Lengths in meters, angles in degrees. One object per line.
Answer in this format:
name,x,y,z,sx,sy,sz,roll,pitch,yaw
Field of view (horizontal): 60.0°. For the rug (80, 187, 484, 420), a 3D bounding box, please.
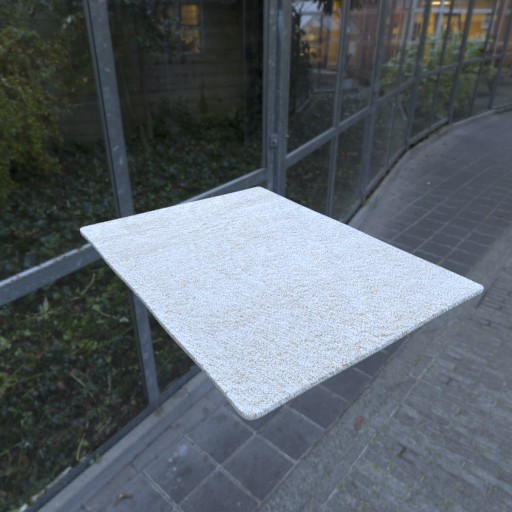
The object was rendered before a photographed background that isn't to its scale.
rug,0.000,0.000,2.109,1.200,0.027,1.600,-18,32,-31
